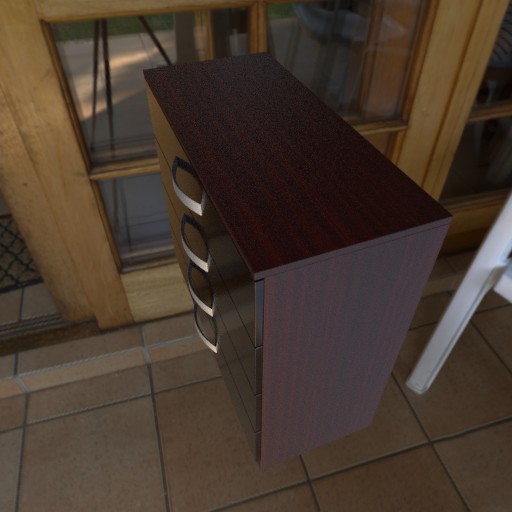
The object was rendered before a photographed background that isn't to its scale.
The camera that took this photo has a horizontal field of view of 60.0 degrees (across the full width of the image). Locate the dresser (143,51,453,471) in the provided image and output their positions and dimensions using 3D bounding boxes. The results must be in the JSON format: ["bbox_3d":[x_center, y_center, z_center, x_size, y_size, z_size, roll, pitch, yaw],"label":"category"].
[{"bbox_3d":[0.000,0.000,1.139,0.360,0.720,0.750,-16,46,-15],"label":"dresser"}]
